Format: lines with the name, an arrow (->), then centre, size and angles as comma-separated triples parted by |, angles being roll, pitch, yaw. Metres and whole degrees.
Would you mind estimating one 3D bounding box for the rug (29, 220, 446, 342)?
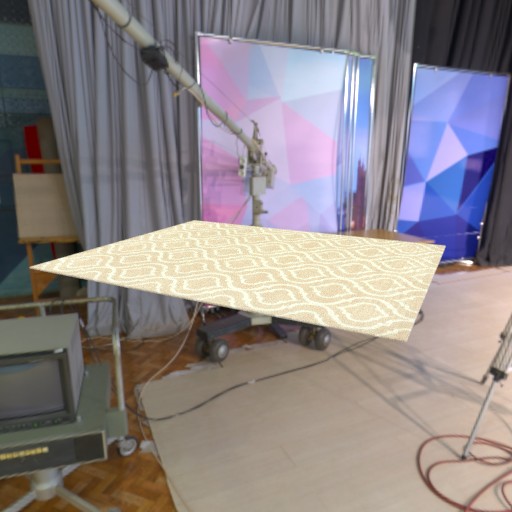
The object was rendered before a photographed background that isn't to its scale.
rug -> 0.000, 0.000, 3.879 | 2.894, 0.013, 2.286 | 8, 17, 26
